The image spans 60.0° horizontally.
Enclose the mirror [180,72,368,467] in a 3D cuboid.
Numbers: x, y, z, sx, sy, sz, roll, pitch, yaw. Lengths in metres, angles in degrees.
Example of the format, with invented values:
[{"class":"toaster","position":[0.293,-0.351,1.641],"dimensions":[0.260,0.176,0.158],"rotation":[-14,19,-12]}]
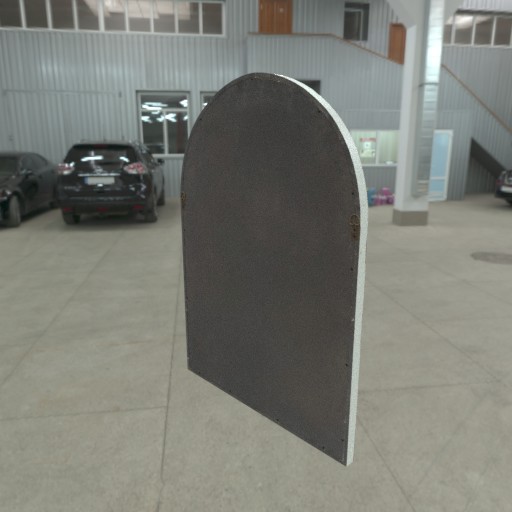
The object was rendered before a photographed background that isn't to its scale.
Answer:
[{"class":"mirror","position":[0.000,0.000,1.195],"dimensions":[0.032,0.920,0.660],"rotation":[-13,19,-42]}]
